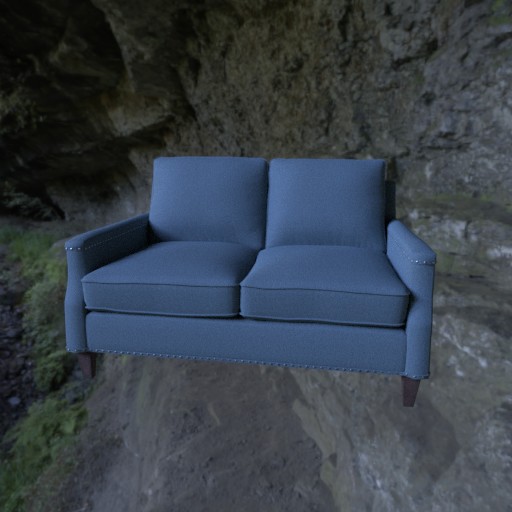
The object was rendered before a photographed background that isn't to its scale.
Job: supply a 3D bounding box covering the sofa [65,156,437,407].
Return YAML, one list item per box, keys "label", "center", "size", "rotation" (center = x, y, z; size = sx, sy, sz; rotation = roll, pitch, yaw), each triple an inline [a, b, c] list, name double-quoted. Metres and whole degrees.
- label: "sofa"
  center: [0.000, 0.000, 2.314]
  size: [1.597, 1.003, 1.084]
  rotation: [2, 14, 9]
